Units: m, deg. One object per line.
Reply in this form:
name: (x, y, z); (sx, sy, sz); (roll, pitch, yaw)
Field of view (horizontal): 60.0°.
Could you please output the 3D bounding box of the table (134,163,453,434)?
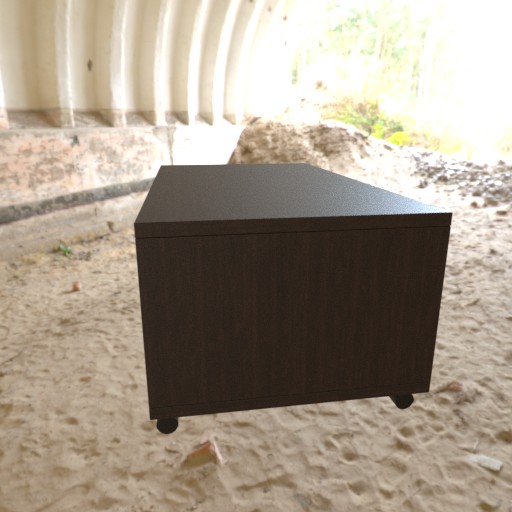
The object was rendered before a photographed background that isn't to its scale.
table: (0.000, 0.000, 1.360); (0.590, 0.460, 1.050); (-3, 17, -9)
